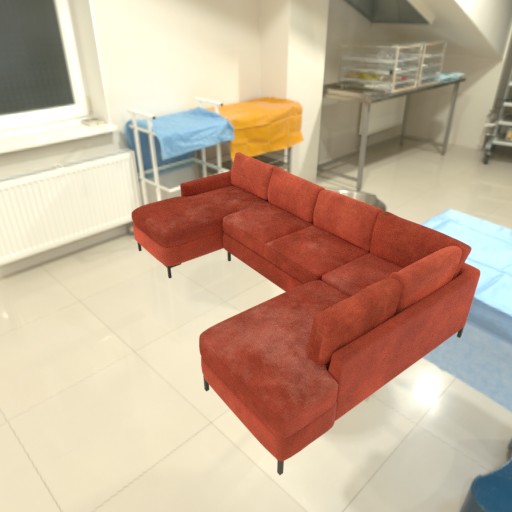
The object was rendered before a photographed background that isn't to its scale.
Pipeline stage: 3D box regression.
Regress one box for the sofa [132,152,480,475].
[{"bbox_3d":[0.000,0.000,3.793,1.981,0.858,2.971,-21,36,-32],"label":"sofa"}]
